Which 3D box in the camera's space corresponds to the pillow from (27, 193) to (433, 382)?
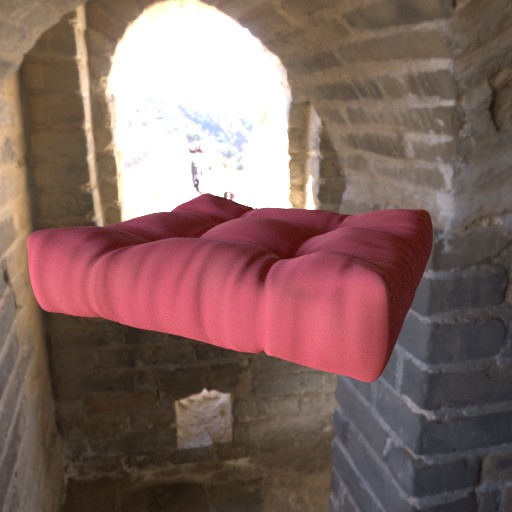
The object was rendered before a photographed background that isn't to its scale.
[{"bbox_3d":[0.000,0.000,0.697,0.490,0.128,0.468,8,17,25],"label":"pillow"}]
